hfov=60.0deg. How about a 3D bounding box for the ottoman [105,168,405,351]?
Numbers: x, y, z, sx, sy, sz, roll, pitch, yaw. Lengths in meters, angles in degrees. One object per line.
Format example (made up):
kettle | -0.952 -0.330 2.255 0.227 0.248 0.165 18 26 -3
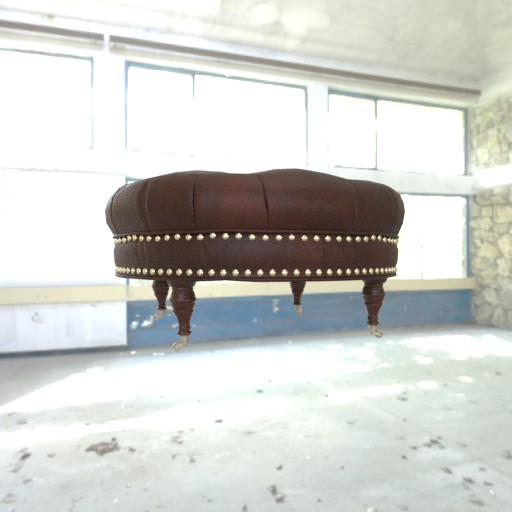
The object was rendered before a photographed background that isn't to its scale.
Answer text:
ottoman | 0.000 0.000 1.396 0.901 0.455 0.901 0 0 0
